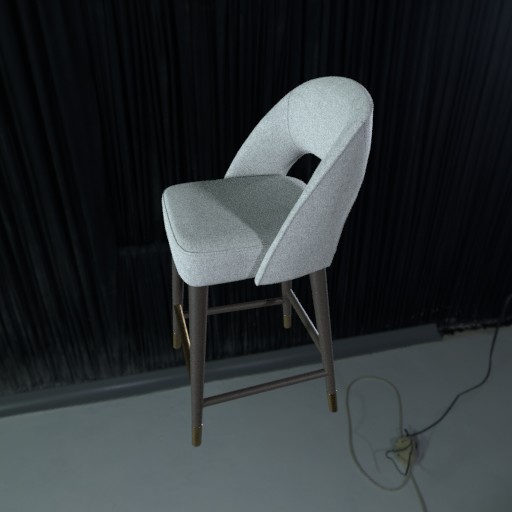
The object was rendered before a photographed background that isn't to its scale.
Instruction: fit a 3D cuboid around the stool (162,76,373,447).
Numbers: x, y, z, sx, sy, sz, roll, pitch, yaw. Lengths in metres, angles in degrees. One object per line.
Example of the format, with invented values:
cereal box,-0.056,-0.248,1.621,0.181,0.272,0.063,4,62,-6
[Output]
stool,0.000,0.000,1.281,0.509,0.940,0.494,-8,31,-14
